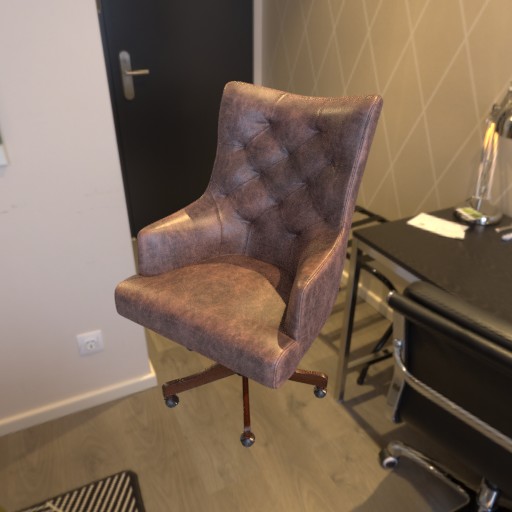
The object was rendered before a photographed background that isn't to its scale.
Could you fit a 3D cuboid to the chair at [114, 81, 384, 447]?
[{"bbox_3d":[0.000,0.000,1.523,0.641,1.035,0.762,18,33,29],"label":"chair"}]
